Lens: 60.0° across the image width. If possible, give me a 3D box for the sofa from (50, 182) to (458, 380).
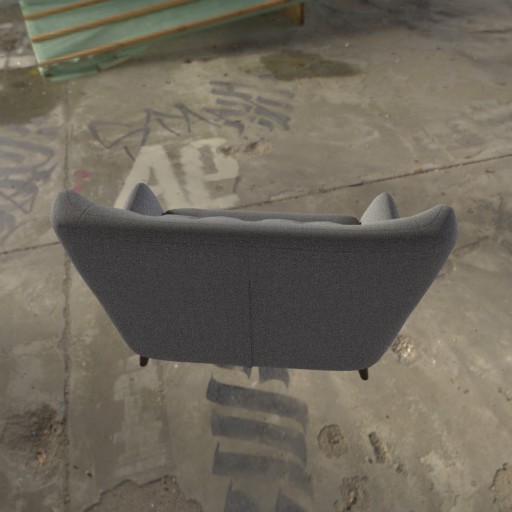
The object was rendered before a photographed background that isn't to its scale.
[{"bbox_3d":[0.000,0.000,1.998,1.386,1.028,0.884,3,46,3],"label":"sofa"}]
